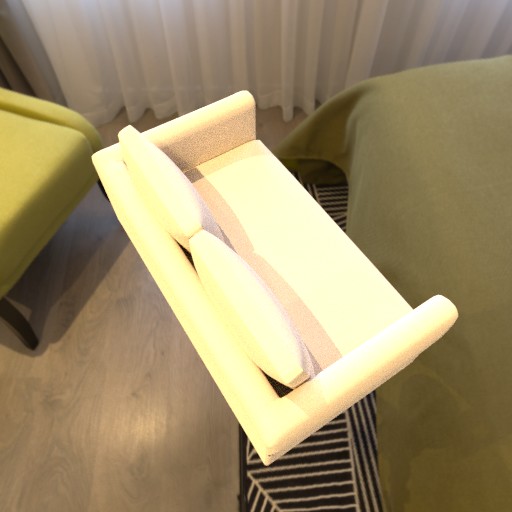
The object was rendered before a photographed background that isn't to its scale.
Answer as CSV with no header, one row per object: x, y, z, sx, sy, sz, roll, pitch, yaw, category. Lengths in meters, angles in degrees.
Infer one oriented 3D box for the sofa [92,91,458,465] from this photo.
0.000,0.000,2.137,0.905,0.873,1.598,-29,63,-16,sofa
